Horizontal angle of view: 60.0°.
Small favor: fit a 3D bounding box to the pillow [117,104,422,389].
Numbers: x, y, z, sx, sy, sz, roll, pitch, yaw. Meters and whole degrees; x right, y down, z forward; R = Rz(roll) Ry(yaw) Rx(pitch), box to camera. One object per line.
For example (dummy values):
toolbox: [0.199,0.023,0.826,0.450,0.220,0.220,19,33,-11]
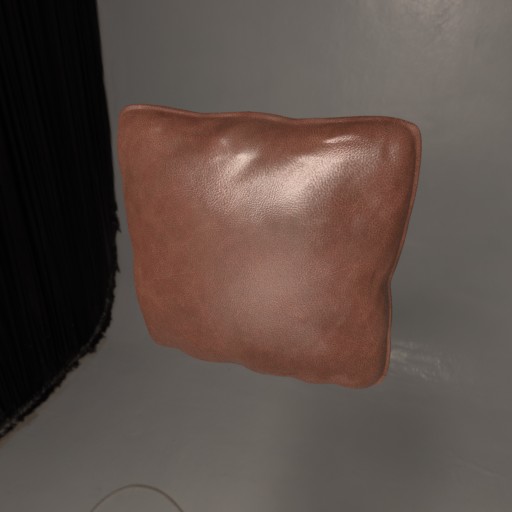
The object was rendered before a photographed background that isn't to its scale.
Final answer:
pillow: [0.000,0.000,0.828,0.532,0.523,0.236,8,28,16]
